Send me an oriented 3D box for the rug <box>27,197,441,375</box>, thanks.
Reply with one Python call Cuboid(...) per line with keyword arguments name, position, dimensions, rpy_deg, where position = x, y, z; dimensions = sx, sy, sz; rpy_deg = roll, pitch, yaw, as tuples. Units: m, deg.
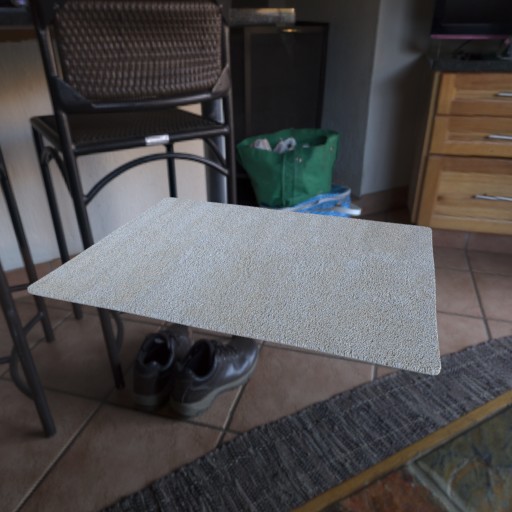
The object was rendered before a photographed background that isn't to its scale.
Cuboid(name="rug", position=(0.000, 0.000, 2.106), dimensions=(1.600, 0.025, 1.199), rpy_deg=(8, 28, 16))
